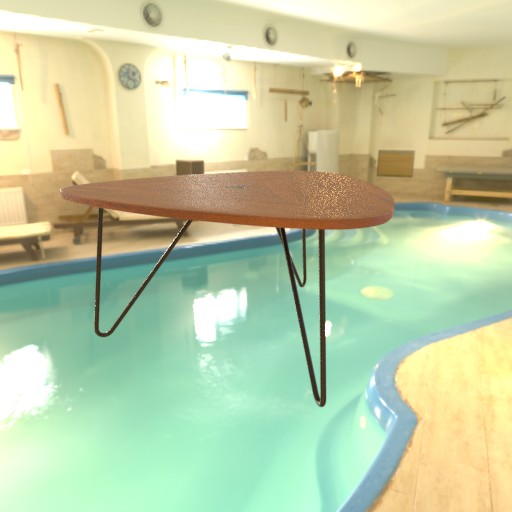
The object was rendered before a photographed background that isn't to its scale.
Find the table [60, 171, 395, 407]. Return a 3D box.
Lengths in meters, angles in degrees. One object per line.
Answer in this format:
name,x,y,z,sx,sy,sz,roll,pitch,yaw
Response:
table,0.000,0.000,1.272,0.833,0.413,0.821,9,19,28
